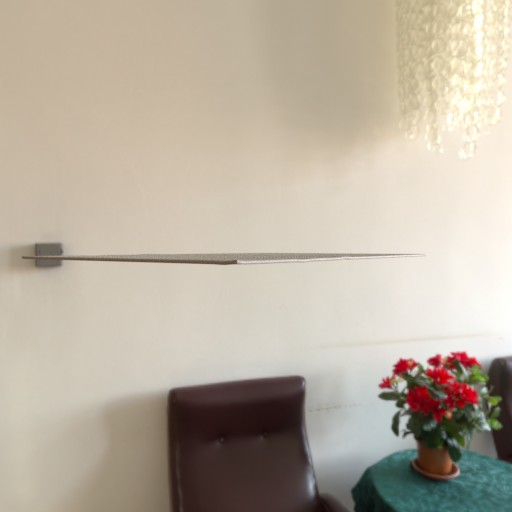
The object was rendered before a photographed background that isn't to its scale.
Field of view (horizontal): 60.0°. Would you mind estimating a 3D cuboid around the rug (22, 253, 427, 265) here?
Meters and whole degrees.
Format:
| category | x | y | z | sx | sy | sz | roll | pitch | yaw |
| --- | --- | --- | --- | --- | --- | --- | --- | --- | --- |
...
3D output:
| category | x | y | z | sx | sy | sz | roll | pitch | yaw |
| --- | --- | --- | --- | --- | --- | --- | --- | --- | --- |
| rug | 0.000 | 0.000 | 2.906 | 1.540 | 0.021 | 2.290 | 1 | 1 | 37 |
